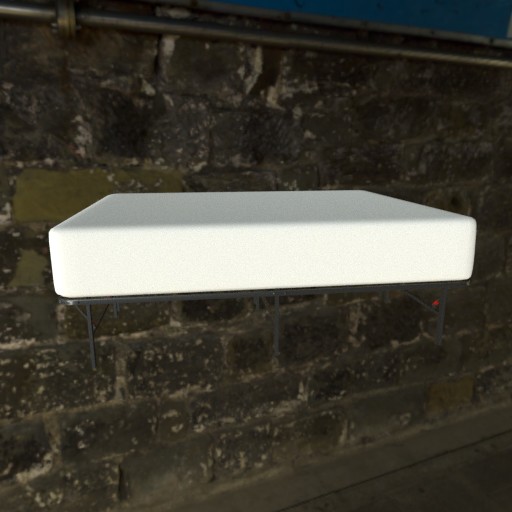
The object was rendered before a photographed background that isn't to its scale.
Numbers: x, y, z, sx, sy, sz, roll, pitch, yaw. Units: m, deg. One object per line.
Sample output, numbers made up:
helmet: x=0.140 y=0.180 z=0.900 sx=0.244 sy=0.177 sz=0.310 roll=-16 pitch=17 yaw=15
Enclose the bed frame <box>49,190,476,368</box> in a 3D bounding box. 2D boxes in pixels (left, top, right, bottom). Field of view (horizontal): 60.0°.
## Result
bed frame: x=0.000 y=0.000 z=2.830 sx=2.037 sy=0.677 sz=1.528 roll=-2 pitch=14 yaw=-8
